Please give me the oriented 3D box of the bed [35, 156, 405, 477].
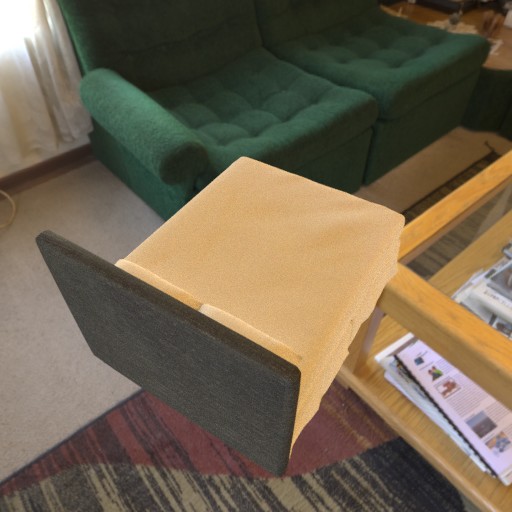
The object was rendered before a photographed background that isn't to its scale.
[{"bbox_3d":[0.000,0.000,3.227,1.723,1.330,2.142,25,52,21],"label":"bed"}]
